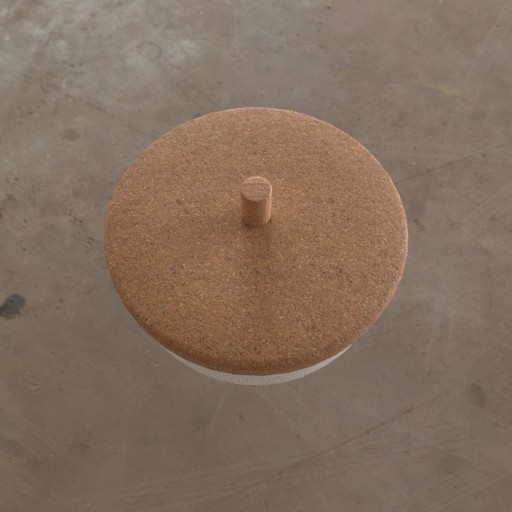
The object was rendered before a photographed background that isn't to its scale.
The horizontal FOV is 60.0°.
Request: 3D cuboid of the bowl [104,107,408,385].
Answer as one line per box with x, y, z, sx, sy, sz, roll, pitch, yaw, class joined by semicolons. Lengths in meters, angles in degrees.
0.000;0.000;0.216;0.126;0.110;0.126;0;63;0;bowl
